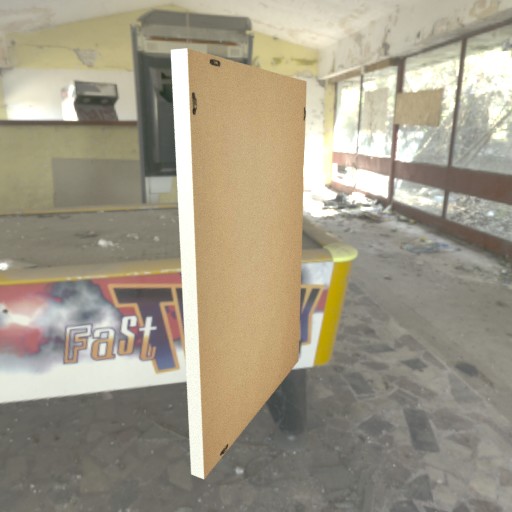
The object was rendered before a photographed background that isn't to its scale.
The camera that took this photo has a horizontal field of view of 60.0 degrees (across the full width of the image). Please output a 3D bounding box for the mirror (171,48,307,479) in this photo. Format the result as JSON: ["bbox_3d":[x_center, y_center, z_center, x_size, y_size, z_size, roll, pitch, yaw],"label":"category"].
[{"bbox_3d":[0.000,0.000,1.169,0.041,0.914,0.609,8,18,25],"label":"mirror"}]
